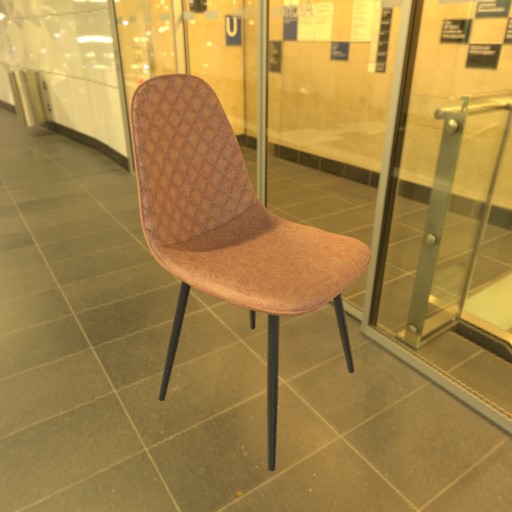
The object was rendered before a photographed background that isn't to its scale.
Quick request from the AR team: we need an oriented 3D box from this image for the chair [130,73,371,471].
[{"bbox_3d":[0.000,0.000,1.197,0.561,0.889,0.472,18,32,32],"label":"chair"}]
